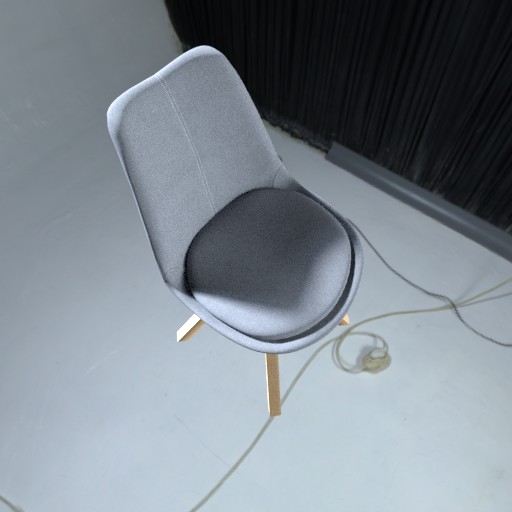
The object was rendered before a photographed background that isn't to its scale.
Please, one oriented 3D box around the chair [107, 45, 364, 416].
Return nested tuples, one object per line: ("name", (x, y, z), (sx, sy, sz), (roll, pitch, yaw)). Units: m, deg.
("chair", (0.000, 0.000, 1.169), (0.549, 0.863, 0.474), (35, 64, 20))
